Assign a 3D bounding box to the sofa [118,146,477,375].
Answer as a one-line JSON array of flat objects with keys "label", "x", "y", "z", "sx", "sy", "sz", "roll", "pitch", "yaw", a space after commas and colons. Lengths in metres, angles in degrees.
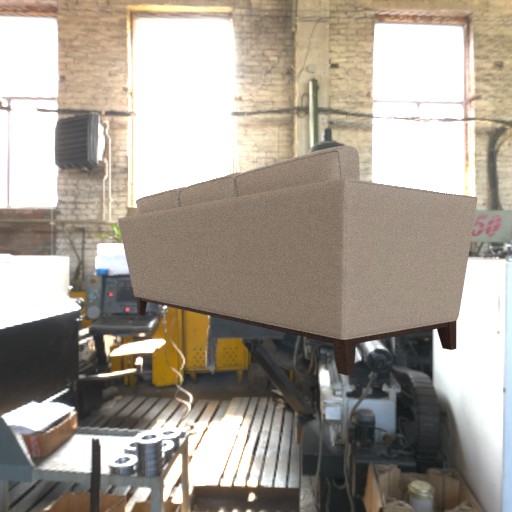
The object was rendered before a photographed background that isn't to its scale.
[{"label": "sofa", "x": 0.000, "y": 0.000, "z": 2.857, "sx": 0.965, "sy": 0.940, "sz": 2.388, "roll": 0, "pitch": 1, "yaw": -37}]
